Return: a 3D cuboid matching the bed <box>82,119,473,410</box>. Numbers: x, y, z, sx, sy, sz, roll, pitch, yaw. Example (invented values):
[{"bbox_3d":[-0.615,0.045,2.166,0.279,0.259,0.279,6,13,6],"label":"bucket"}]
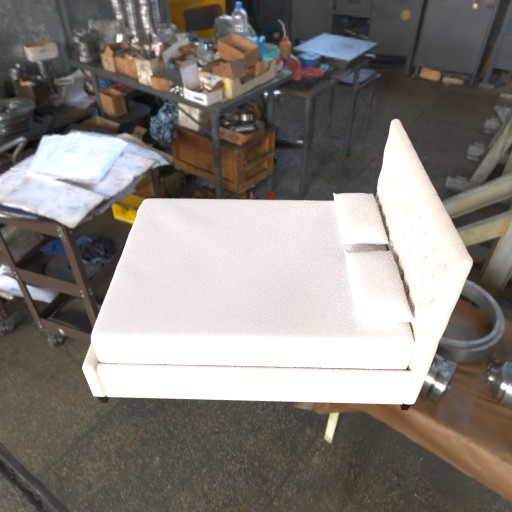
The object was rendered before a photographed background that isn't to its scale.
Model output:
[{"bbox_3d":[0.000,0.000,3.296,2.233,1.426,1.696,1,41,1],"label":"bed"}]
